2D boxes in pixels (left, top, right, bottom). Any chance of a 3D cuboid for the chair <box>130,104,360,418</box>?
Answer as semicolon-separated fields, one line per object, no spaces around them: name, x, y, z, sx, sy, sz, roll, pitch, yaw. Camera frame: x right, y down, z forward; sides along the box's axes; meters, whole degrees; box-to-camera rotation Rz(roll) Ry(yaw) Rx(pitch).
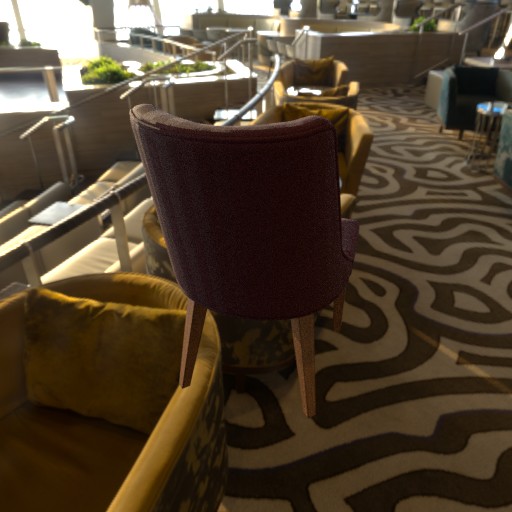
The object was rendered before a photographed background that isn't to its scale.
chair;0.000;0.000;1.286;0.548;0.916;0.638;9;32;14
